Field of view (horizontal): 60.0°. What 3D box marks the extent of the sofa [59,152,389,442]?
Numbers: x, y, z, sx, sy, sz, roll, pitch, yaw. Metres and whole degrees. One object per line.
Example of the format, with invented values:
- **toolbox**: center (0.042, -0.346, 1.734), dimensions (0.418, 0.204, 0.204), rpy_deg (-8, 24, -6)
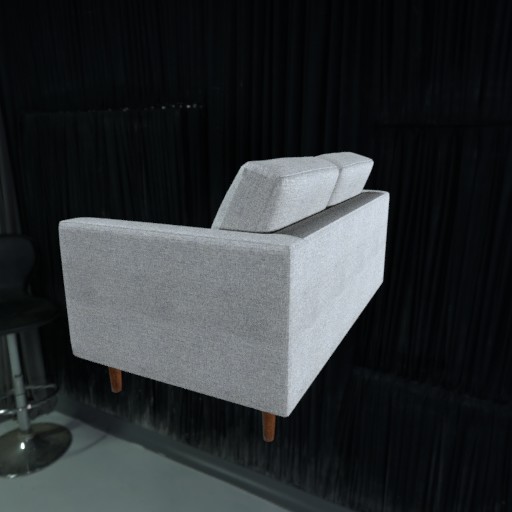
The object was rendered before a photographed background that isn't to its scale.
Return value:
- **sofa**: center (0.000, 0.000, 2.165), dimensions (0.969, 0.973, 1.527), rpy_deg (7, 16, 25)
